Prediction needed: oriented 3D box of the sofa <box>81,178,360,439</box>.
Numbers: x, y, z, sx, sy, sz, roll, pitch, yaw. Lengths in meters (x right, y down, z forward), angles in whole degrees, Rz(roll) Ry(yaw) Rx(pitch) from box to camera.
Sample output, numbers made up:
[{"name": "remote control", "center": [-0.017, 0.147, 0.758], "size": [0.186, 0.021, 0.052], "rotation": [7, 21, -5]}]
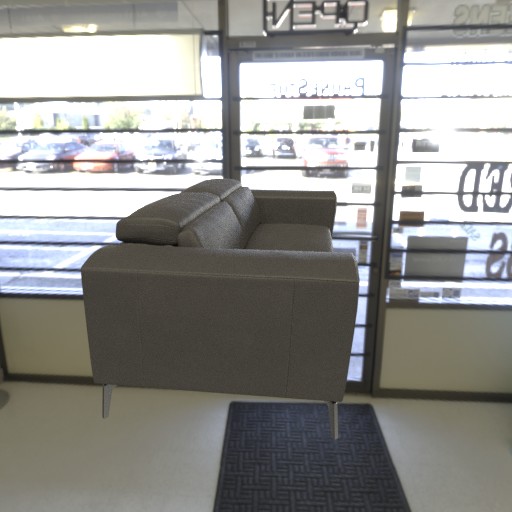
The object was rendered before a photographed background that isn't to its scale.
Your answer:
[{"name": "sofa", "center": [0.000, 0.000, 2.744], "size": [1.048, 0.814, 2.330], "rotation": [2, 16, 7]}]
